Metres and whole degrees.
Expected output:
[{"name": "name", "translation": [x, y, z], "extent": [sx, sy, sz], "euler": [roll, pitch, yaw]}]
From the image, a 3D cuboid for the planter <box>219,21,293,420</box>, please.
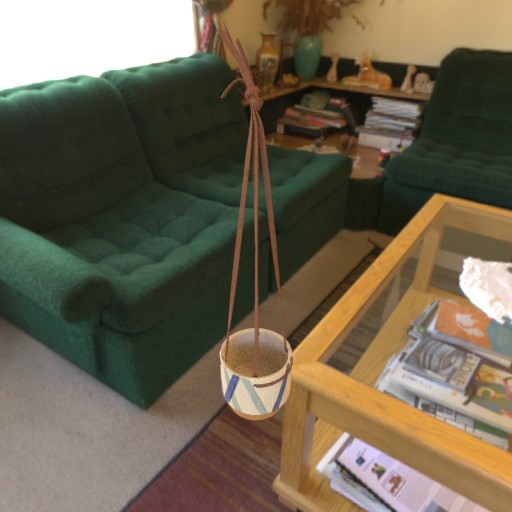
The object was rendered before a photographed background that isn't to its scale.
[{"name": "planter", "translation": [0.000, 0.000, 0.806], "extent": [0.157, 0.753, 0.153], "euler": [10, 33, 15]}]
